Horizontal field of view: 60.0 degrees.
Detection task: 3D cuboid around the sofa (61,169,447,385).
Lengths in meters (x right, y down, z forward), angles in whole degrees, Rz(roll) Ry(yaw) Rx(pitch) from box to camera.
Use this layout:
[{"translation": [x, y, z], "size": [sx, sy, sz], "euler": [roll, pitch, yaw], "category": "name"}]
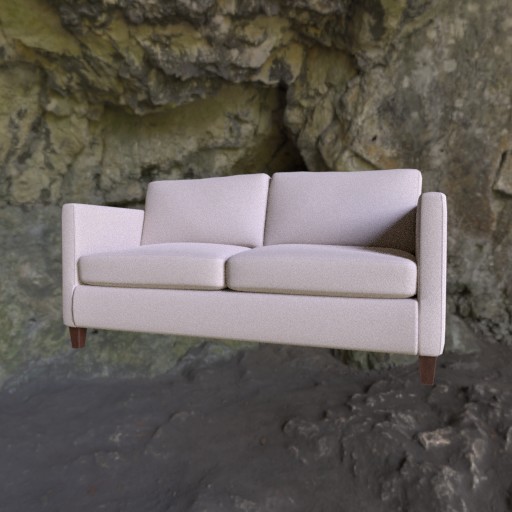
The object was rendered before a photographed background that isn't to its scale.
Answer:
[{"translation": [0.000, 0.000, 2.232], "size": [1.722, 0.888, 0.873], "euler": [1, 3, 19], "category": "sofa"}]
